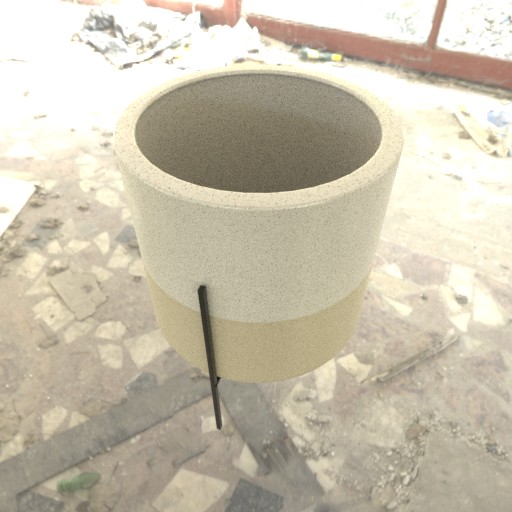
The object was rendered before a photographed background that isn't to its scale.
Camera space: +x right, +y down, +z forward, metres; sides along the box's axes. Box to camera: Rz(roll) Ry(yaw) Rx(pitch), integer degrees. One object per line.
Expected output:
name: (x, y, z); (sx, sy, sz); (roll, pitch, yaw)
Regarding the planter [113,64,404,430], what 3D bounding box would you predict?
planter: (0.000, 0.000, 0.724); (0.359, 0.484, 0.368); (-30, 52, -27)
